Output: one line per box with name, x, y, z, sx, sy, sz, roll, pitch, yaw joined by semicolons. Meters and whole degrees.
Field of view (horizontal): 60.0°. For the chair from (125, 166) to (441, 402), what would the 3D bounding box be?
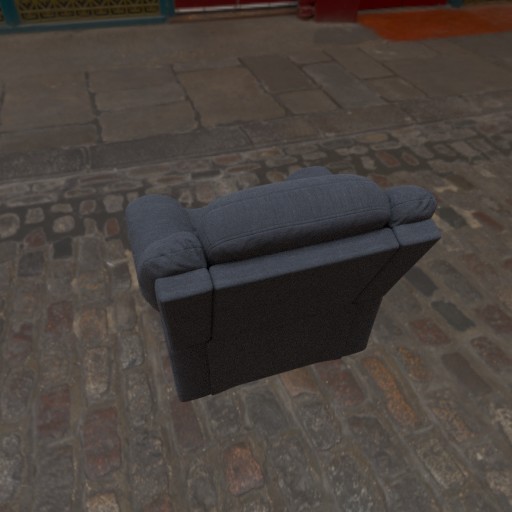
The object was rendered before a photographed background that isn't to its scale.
chair;0.000;0.000;1.715;0.899;1.008;0.944;-12;43;-14
